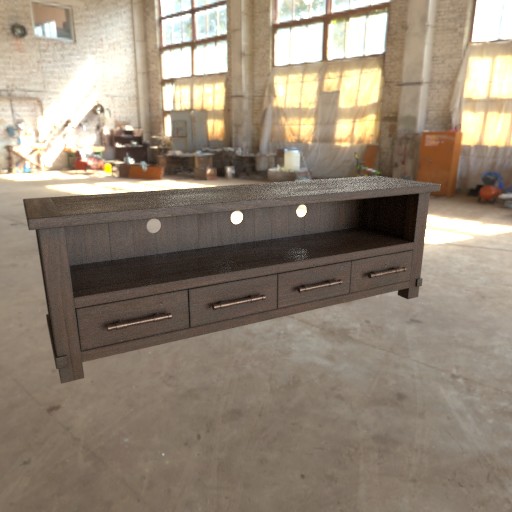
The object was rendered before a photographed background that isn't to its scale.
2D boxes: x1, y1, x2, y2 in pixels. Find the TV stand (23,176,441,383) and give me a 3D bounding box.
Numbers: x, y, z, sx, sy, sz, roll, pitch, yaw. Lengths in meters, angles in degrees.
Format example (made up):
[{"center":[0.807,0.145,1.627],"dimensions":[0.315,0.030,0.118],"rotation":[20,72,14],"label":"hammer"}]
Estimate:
[{"center":[0.000,0.000,2.084],"dimensions":[1.866,0.615,0.471],"rotation":[-9,18,-27],"label":"TV stand"}]
